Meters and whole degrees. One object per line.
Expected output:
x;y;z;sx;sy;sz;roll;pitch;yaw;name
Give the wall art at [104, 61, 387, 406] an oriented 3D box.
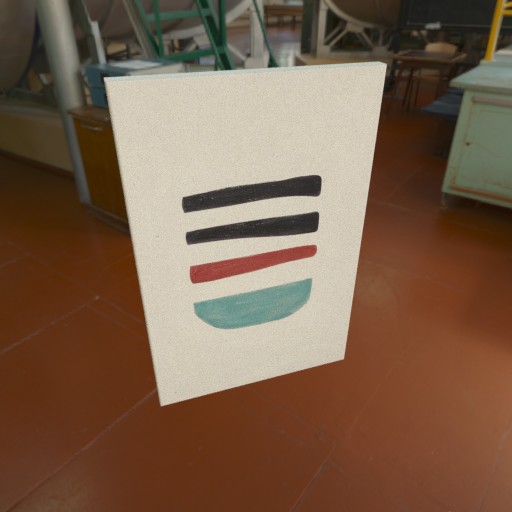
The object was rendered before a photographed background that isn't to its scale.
0.000;0.000;1.165;0.607;0.912;0.038;-10;34;-16;wall art
